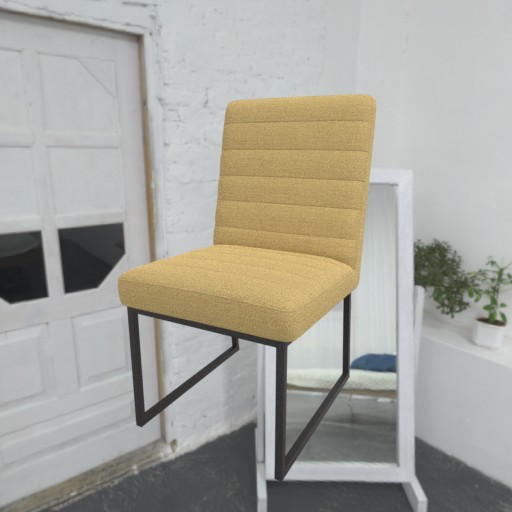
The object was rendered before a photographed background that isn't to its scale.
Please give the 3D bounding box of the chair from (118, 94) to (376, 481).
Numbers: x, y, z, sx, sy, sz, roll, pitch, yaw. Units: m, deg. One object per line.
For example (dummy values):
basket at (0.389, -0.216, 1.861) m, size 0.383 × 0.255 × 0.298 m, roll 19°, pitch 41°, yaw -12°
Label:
chair at (0.000, 0.000, 1.309) m, size 0.520 × 0.930 × 0.634 m, roll 8°, pitch 16°, yaw 27°
